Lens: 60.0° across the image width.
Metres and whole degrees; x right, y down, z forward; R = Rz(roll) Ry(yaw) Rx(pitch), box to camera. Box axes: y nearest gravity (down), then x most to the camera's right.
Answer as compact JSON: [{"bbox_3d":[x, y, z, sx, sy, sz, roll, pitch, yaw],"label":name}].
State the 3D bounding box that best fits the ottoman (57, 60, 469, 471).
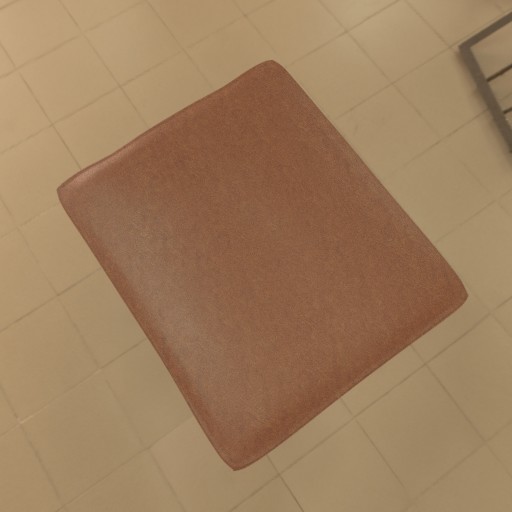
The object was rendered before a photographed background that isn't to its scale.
[{"bbox_3d":[0.000,0.000,1.460,0.836,0.472,0.987,-34,78,-8],"label":"ottoman"}]
